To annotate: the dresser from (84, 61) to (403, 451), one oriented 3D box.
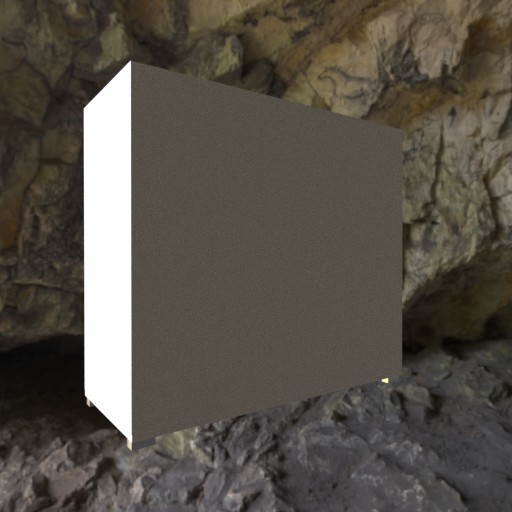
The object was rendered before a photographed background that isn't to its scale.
[{"bbox_3d":[0.000,0.000,1.631,1.100,1.000,0.460,0,1,-35],"label":"dresser"}]
